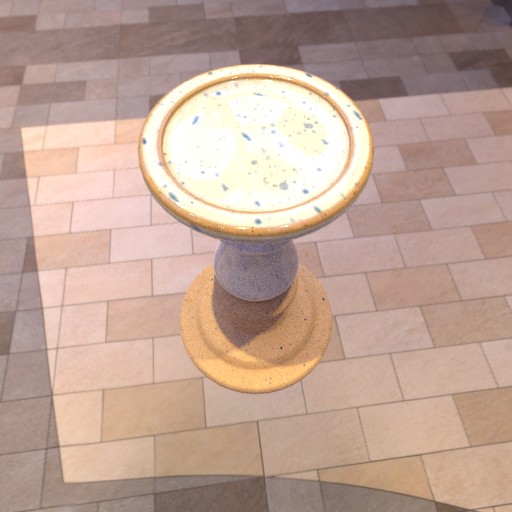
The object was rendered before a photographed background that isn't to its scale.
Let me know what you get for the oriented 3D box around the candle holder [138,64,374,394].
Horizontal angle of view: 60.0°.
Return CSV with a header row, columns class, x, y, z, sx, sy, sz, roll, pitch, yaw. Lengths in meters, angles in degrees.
class,x,y,z,sx,sy,sz,roll,pitch,yaw
candle holder,0.000,0.000,0.280,0.123,0.202,0.123,0,58,0
